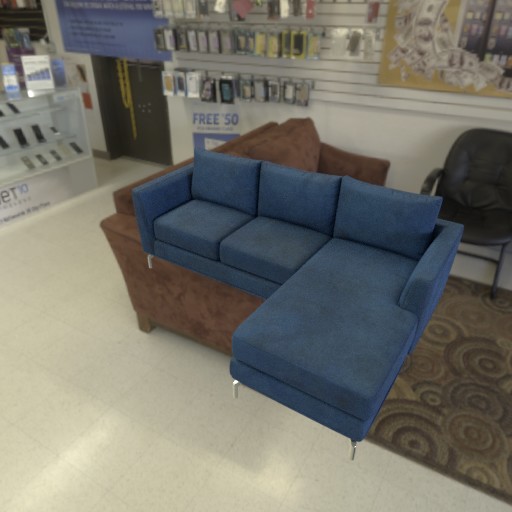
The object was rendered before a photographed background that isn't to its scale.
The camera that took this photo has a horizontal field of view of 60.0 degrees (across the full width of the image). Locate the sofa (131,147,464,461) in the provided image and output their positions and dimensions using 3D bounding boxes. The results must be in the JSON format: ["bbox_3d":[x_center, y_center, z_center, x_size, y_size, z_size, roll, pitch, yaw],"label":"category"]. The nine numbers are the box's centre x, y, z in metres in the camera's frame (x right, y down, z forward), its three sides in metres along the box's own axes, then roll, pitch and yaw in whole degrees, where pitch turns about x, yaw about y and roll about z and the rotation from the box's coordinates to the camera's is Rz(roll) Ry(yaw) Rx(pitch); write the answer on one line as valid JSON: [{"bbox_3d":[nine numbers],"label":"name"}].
[{"bbox_3d":[0.000,0.000,3.221,2.438,0.987,1.622,19,36,28],"label":"sofa"}]
